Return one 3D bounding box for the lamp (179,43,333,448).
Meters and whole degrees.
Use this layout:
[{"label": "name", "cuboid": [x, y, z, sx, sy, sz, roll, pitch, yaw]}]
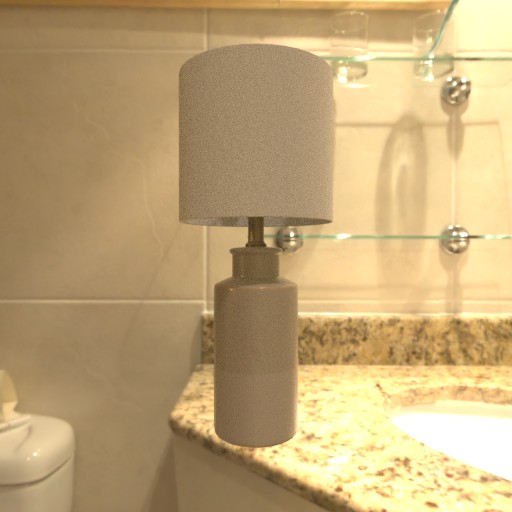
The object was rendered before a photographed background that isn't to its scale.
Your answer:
[{"label": "lamp", "cuboid": [0.000, 0.000, 0.619, 0.212, 0.493, 0.212, 0, 1, -37]}]
